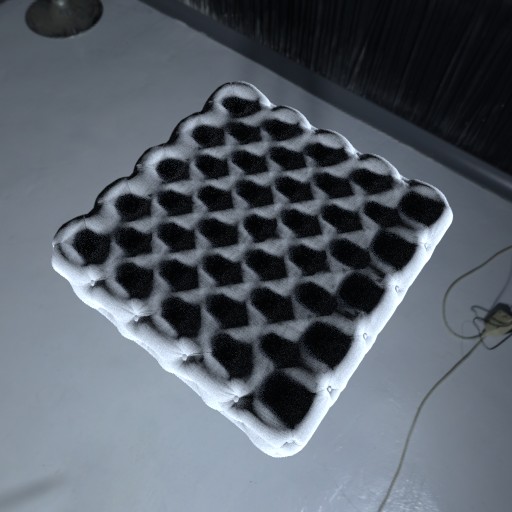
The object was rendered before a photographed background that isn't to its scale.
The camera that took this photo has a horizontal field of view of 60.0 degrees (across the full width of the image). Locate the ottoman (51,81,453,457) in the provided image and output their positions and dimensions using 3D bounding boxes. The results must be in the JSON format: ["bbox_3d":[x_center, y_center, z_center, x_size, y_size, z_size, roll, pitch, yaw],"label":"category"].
[{"bbox_3d":[0.000,0.000,1.211,0.764,0.365,0.758,34,68,16],"label":"ottoman"}]
